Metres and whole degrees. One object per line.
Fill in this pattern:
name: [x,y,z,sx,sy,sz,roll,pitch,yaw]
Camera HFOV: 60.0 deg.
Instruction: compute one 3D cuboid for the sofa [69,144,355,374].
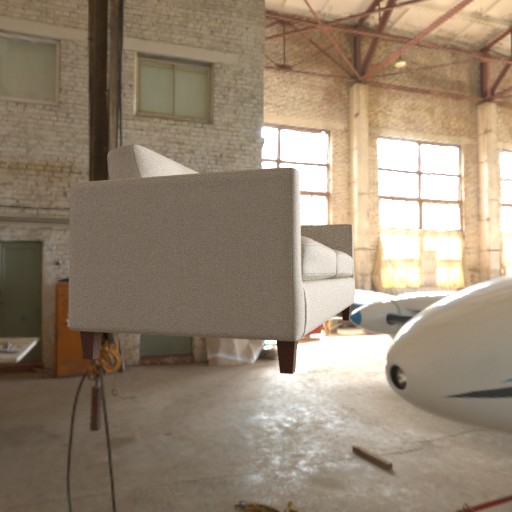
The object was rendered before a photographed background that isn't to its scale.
sofa: [0.000,0.000,2.539,0.965,0.889,1.981,-1,-2,18]
